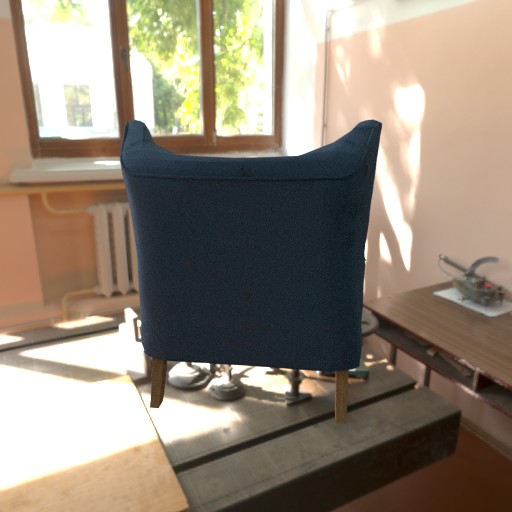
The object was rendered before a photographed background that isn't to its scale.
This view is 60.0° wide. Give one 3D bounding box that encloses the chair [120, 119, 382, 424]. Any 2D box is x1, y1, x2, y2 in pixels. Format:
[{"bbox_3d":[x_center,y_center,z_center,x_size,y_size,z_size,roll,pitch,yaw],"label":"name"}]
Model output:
[{"bbox_3d":[0.000,0.000,1.623,0.793,0.952,0.910,2,17,7],"label":"chair"}]
